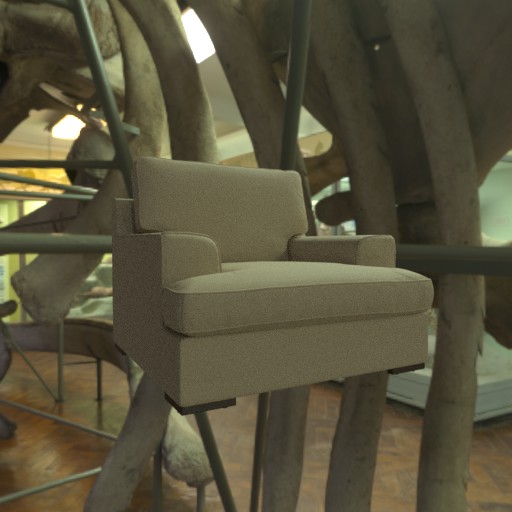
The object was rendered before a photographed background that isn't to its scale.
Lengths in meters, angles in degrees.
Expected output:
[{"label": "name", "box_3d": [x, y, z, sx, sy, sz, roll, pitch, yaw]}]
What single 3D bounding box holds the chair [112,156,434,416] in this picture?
[{"label": "chair", "box_3d": [0.000, 0.000, 2.142, 1.293, 1.005, 1.274, -1, 2, -36]}]
